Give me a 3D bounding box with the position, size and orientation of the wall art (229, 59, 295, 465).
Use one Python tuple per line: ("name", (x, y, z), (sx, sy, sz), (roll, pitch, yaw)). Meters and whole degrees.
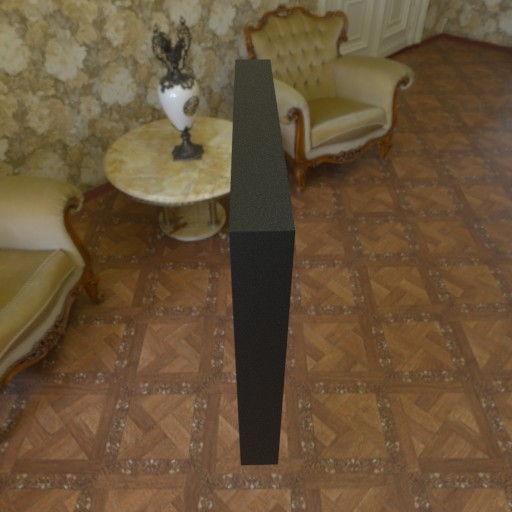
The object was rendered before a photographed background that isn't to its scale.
("wall art", (0.000, 0.000, 0.468), (0.038, 0.304, 0.304), (-1, 41, -1))
